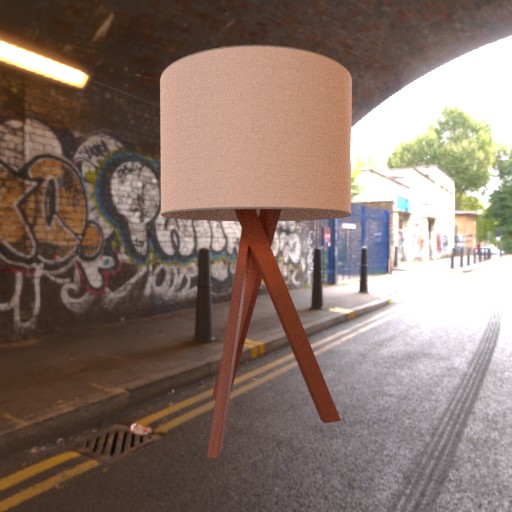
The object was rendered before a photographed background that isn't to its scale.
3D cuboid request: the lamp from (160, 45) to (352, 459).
[{"bbox_3d":[0.000,0.000,0.908,0.380,0.686,0.380,0,2,-18],"label":"lamp"}]
